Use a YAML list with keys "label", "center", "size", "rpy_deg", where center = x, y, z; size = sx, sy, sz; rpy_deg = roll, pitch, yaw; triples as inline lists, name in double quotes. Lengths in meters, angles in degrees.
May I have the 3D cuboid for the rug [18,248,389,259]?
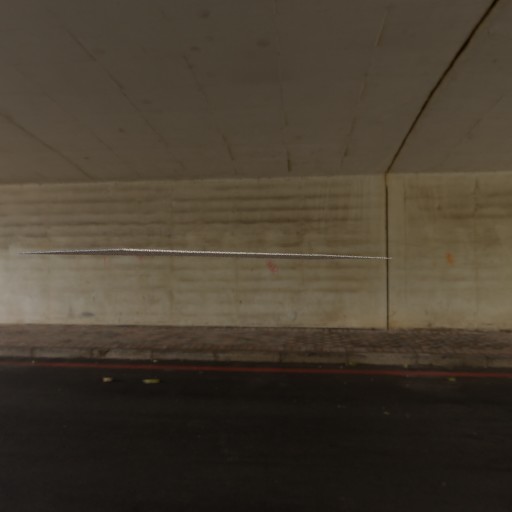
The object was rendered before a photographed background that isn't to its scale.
- label: "rug"
  center: [0.000, 0.000, 2.609]
  size: [0.741, 0.014, 2.390]
  rpy_deg: [-1, -1, 38]
